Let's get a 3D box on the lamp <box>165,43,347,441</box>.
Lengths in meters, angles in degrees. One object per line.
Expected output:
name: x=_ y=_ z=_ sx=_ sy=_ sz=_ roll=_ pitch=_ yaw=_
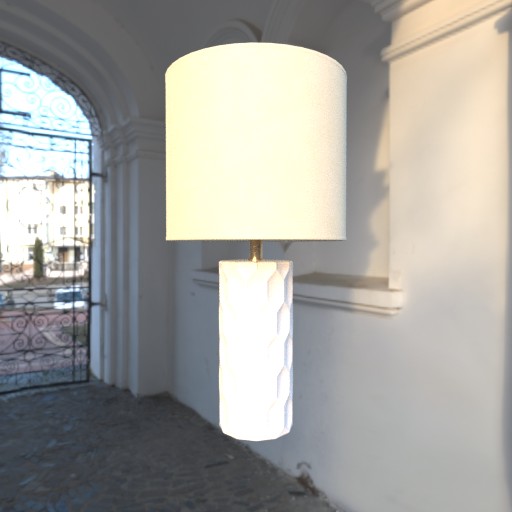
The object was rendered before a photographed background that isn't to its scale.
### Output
lamp: x=0.000 y=0.000 z=0.694 sx=0.277 sy=0.537 sz=0.277 roll=0 pitch=1 yaw=-16
